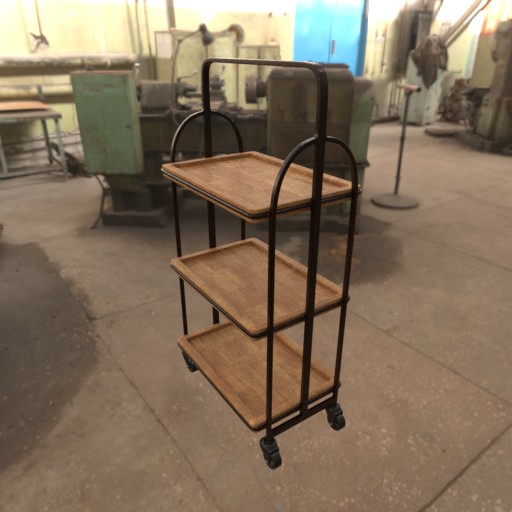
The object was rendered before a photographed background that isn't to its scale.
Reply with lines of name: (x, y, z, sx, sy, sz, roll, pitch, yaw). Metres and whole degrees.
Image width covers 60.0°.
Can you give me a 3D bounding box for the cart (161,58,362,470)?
cart: (0.000, 0.000, 1.235, 0.327, 1.001, 0.553, -16, 30, -31)
